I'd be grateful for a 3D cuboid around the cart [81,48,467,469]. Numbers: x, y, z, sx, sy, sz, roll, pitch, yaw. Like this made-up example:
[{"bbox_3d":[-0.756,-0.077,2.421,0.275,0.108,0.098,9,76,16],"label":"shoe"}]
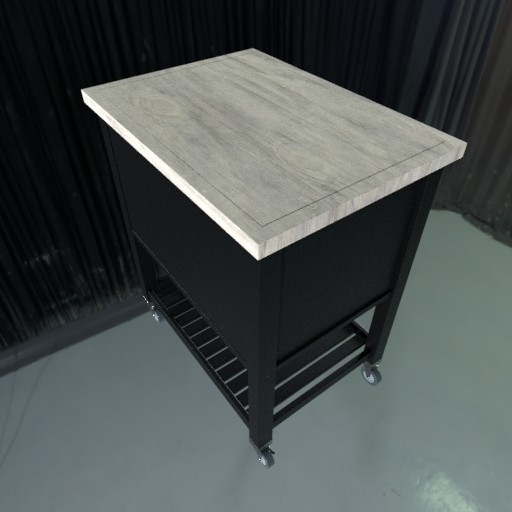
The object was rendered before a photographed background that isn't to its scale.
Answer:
[{"bbox_3d":[0.000,0.000,1.375,0.567,0.920,0.797,-27,49,-26],"label":"cart"}]
